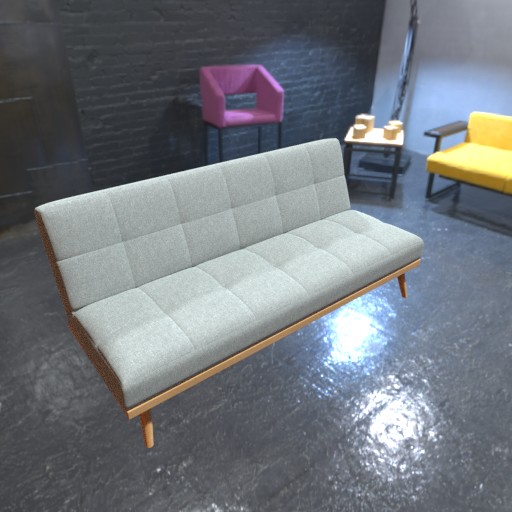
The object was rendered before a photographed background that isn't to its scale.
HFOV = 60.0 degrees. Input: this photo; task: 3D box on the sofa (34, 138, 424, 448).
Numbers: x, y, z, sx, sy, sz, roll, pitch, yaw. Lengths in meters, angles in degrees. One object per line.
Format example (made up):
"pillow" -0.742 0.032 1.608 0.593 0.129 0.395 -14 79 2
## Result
"sofa" 0.000 0.000 2.264 1.820 0.800 0.800 -21 36 -32
